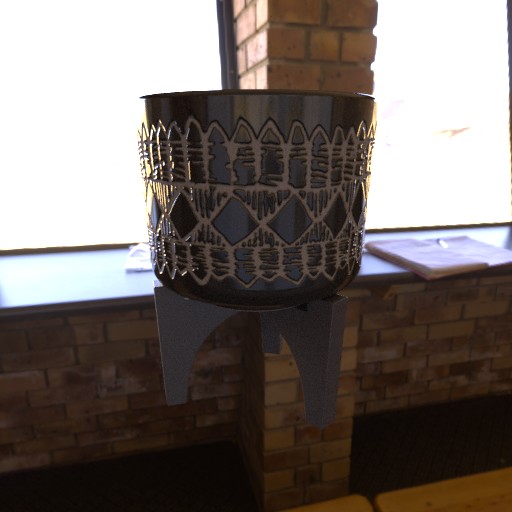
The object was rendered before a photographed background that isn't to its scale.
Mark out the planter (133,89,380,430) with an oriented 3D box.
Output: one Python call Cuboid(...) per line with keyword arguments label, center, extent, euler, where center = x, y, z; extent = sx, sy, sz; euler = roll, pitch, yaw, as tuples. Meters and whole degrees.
Cuboid(label="planter", center=(0.000, 0.000, 0.397), extent=(0.196, 0.264, 0.196), euler=(15, 21, 42))
